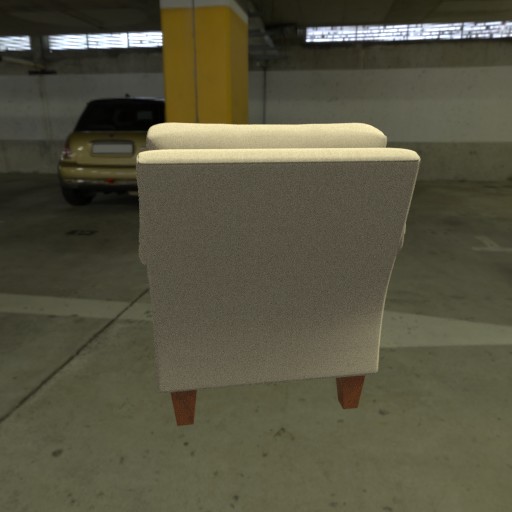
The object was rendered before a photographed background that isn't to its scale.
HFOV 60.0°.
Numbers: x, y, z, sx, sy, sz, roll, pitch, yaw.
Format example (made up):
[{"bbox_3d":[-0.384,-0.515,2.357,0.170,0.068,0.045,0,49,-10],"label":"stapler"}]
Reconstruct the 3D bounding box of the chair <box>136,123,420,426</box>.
[{"bbox_3d":[0.000,0.000,1.877,0.895,1.076,1.078,-3,16,-9],"label":"chair"}]
